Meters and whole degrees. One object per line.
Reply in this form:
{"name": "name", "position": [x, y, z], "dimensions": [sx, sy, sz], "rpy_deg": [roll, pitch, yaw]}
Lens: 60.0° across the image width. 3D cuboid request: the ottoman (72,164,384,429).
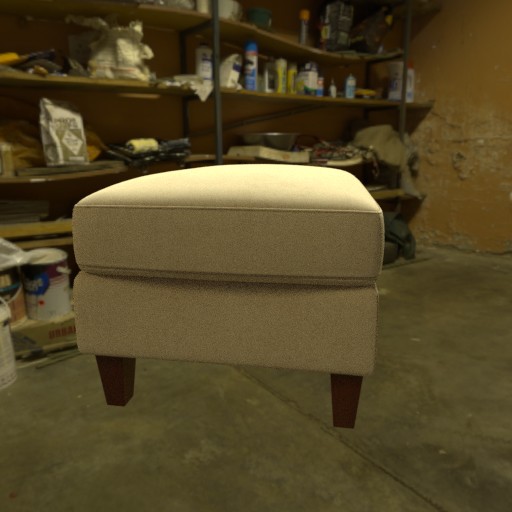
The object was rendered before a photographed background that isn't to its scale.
{"name": "ottoman", "position": [0.000, 0.000, 1.205], "dimensions": [0.584, 0.483, 0.864], "rpy_deg": [2, 14, 9]}
